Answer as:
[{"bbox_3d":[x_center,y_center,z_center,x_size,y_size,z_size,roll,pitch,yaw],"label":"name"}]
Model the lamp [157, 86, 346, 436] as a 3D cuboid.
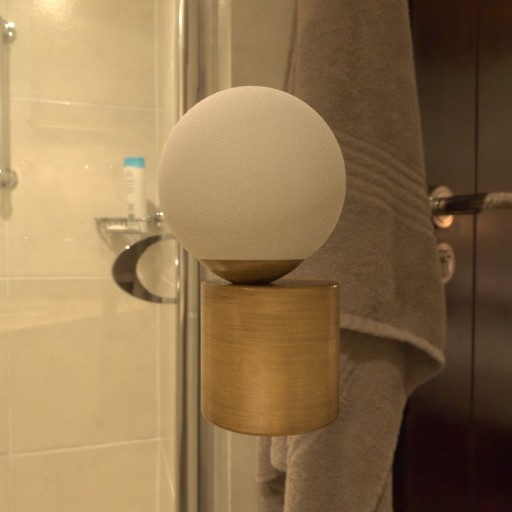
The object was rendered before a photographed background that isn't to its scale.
[{"bbox_3d":[0.000,0.000,0.345,0.141,0.250,0.152,1,1,36],"label":"lamp"}]
